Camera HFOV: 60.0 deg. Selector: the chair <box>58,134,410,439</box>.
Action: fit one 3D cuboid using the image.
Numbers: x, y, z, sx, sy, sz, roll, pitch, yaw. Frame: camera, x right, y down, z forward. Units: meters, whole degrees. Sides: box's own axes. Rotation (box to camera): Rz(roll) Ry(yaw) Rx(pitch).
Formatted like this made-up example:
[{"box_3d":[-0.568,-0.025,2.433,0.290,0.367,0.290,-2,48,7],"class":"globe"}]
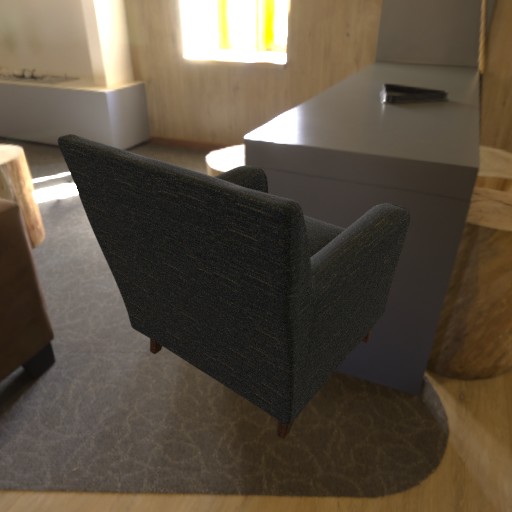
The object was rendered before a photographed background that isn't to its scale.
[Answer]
[{"box_3d":[0.000,0.000,1.632,0.864,0.928,0.873,22,37,32],"class":"chair"}]
